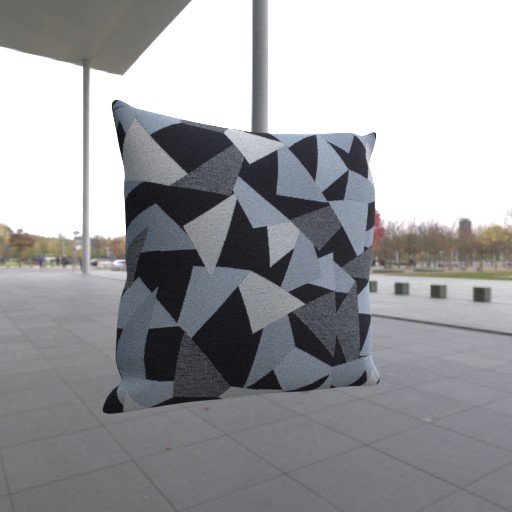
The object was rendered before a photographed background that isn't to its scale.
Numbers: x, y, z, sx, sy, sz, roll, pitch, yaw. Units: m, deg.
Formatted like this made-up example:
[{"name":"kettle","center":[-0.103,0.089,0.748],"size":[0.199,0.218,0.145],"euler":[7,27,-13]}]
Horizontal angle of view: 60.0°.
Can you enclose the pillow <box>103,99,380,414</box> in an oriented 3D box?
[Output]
[{"name":"pillow","center":[0.000,0.000,0.770],"size":[0.503,0.496,0.208],"euler":[0,0,-19]}]
